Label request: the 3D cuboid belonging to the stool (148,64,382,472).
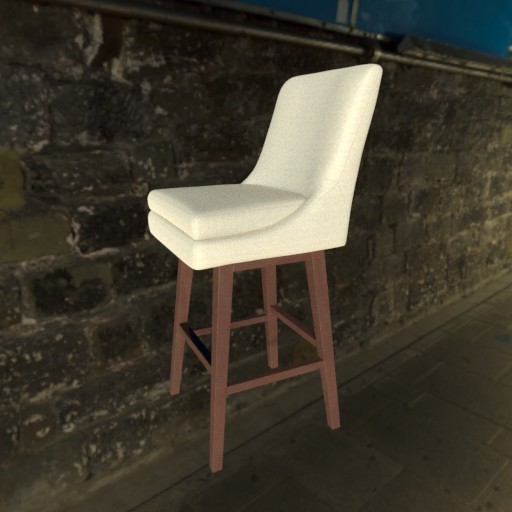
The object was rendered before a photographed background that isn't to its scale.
[{"bbox_3d":[0.000,0.000,1.379,0.559,1.093,0.483,-8,18,-25],"label":"stool"}]
